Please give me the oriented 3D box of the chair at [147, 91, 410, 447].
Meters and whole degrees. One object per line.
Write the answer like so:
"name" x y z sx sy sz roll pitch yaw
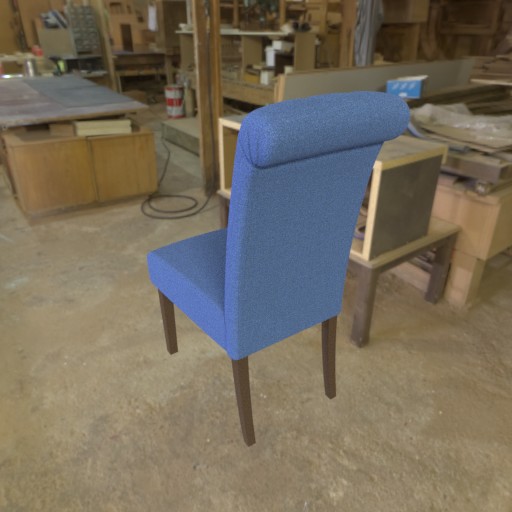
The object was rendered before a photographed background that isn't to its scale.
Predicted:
"chair" 0.000 0.000 1.352 0.456 1.006 0.671 -18 34 -30
